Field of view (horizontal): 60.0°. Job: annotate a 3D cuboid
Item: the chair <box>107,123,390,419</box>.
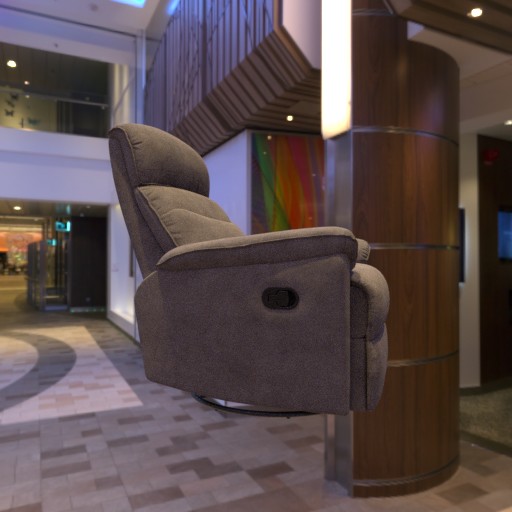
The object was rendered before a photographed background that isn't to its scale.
[{"bbox_3d":[0.000,0.000,1.751,1.009,1.036,0.830,0,-1,18],"label":"chair"}]
